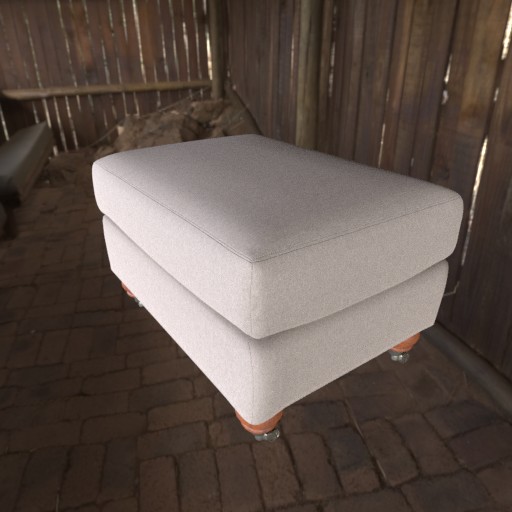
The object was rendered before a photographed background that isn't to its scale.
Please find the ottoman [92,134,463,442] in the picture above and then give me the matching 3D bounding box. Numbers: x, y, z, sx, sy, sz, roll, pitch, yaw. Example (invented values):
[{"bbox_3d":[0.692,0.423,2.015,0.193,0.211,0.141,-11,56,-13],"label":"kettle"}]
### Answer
[{"bbox_3d":[0.000,0.000,1.133,0.574,0.497,0.773,-18,31,-31],"label":"ottoman"}]
